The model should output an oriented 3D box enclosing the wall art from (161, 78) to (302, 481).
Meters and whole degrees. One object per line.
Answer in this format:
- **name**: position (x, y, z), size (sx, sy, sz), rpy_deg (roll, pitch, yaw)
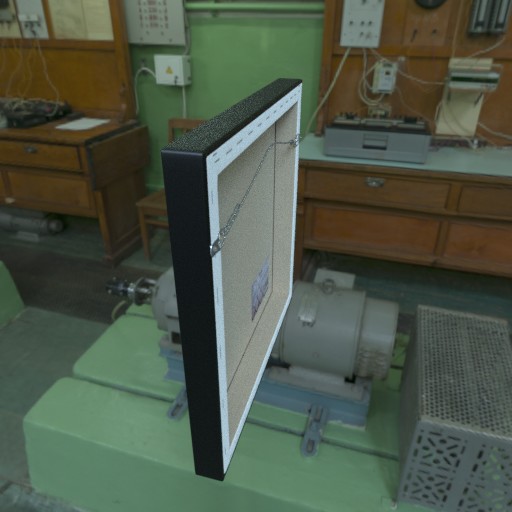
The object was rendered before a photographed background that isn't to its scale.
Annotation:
- **wall art**: position (0.000, 0.000, 0.610), size (0.041, 0.407, 0.406), rpy_deg (8, 30, 14)
